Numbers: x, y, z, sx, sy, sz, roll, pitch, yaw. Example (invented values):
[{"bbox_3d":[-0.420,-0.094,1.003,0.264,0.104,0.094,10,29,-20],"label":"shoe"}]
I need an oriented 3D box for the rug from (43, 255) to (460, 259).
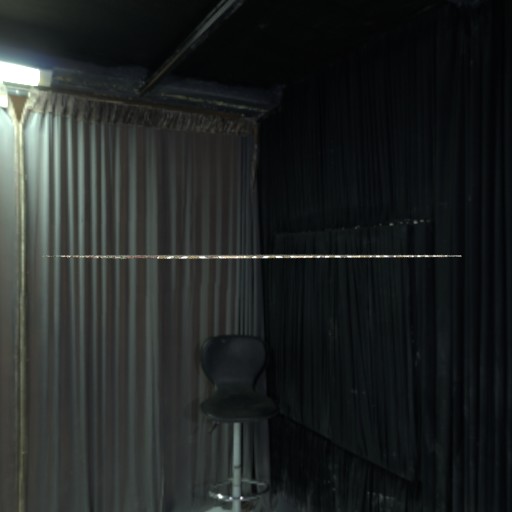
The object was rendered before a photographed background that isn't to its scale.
[{"bbox_3d":[0.000,0.000,2.304,1.829,0.008,1.219,0,0,-36],"label":"rug"}]
